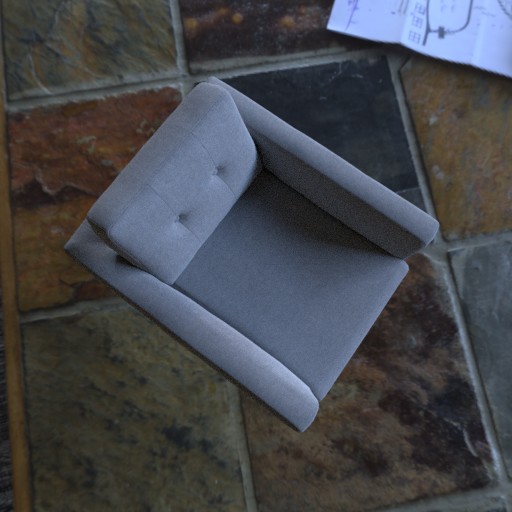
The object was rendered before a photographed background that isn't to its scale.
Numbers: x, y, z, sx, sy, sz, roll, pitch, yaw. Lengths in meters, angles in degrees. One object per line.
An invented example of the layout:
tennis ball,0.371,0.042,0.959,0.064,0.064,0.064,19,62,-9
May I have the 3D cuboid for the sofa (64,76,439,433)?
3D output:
sofa,0.000,0.000,1.545,0.920,0.860,0.770,35,79,8
